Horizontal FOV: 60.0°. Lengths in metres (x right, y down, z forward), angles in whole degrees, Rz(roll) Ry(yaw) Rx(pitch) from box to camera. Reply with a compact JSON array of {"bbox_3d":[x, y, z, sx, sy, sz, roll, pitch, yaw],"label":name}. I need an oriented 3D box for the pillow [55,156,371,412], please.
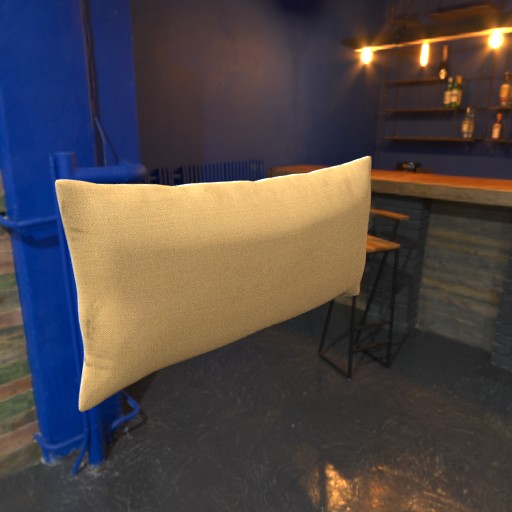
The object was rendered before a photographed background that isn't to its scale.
[{"bbox_3d":[0.000,0.000,0.718,0.608,0.291,0.151,-15,22,-41],"label":"pillow"}]
